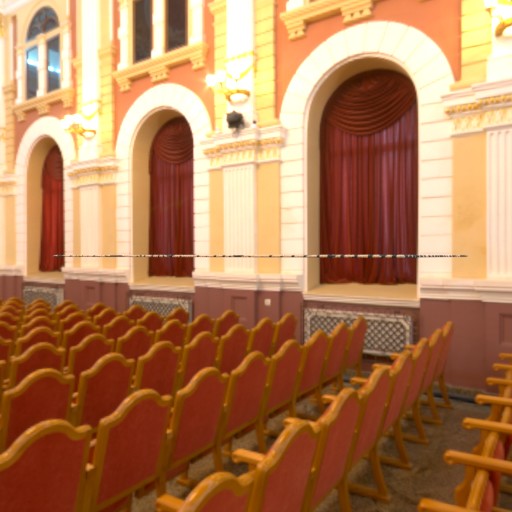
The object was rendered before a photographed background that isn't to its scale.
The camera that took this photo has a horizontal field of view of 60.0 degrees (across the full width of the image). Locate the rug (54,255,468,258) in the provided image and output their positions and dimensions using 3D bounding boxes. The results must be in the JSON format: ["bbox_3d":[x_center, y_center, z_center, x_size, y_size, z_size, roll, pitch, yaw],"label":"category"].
[{"bbox_3d":[0.000,0.000,3.064,2.435,0.011,1.517,0,0,35],"label":"rug"}]
